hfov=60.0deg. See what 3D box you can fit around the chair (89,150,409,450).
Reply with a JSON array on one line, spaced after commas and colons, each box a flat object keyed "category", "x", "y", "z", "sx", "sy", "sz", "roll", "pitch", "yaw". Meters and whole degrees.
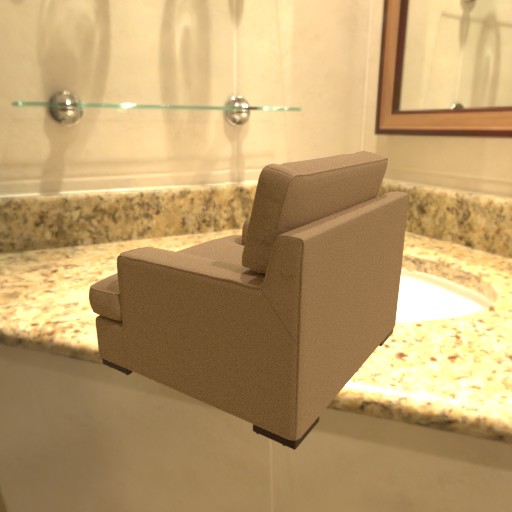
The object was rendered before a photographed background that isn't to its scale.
[{"category": "chair", "x": 0.000, "y": 0.000, "z": 2.208, "sx": 1.274, "sy": 1.005, "sz": 1.293, "roll": 8, "pitch": 18, "yaw": 25}]
